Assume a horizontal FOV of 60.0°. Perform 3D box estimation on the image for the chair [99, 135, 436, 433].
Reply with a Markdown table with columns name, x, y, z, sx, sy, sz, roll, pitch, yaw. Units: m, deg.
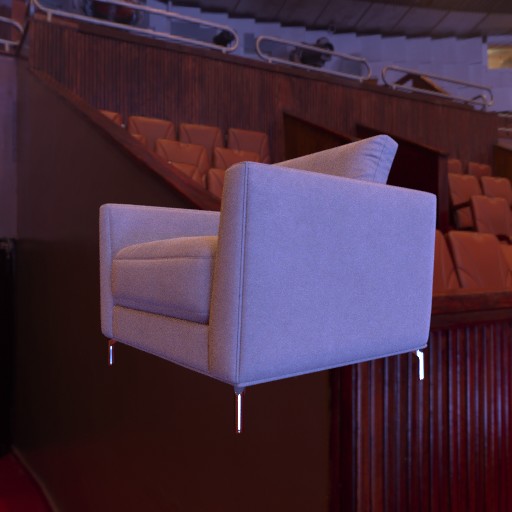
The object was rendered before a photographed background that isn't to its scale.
| name | x | y | z | sx | sy | sz | roll | pitch | yaw |
| --- | --- | --- | --- | --- | --- | --- | --- | --- | --- |
| chair | 0.000 | 0.000 | 1.659 | 0.889 | 0.864 | 1.041 | 1 | -1 | -38 |
